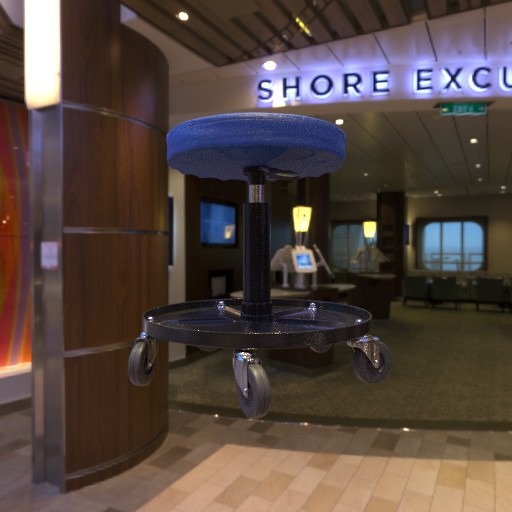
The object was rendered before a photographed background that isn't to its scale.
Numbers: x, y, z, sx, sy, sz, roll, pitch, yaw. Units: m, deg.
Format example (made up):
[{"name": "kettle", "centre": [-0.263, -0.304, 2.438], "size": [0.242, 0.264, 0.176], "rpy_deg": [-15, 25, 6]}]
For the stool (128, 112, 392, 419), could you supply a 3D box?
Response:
[{"name": "stool", "centre": [0.000, 0.000, 0.680], "size": [0.381, 0.365, 0.382], "rpy_deg": [0, 1, -18]}]
